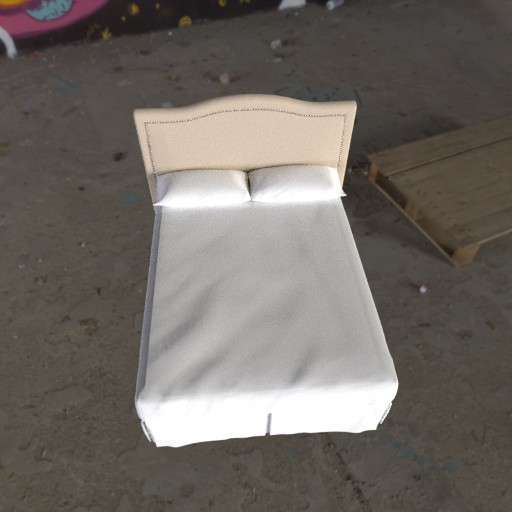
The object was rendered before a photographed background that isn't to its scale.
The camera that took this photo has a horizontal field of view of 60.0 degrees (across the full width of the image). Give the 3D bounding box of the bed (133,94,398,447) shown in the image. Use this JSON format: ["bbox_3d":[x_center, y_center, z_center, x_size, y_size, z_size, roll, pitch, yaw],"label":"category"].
[{"bbox_3d":[0.000,0.000,3.259,1.753,1.460,2.143,-3,48,-3],"label":"bed"}]
